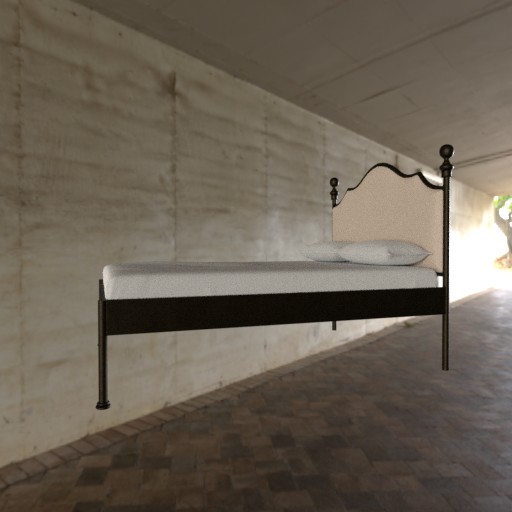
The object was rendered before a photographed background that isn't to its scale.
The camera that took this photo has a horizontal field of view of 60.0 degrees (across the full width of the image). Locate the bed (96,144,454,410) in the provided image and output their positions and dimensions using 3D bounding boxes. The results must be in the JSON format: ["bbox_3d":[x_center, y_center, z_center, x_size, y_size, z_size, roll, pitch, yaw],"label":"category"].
[{"bbox_3d":[0.000,0.000,3.192,2.170,1.462,1.533,0,1,-19],"label":"bed"}]
